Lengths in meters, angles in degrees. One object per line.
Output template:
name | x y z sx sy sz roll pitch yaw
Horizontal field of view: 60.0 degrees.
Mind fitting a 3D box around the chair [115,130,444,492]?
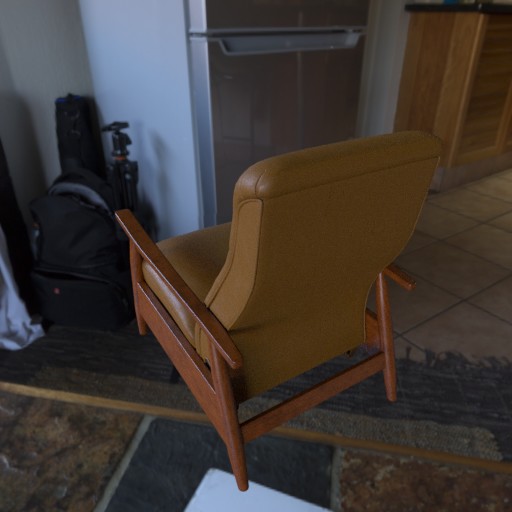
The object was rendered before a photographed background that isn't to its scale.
chair | 0.000 0.000 1.703 0.762 1.082 1.014 -18 34 -28
